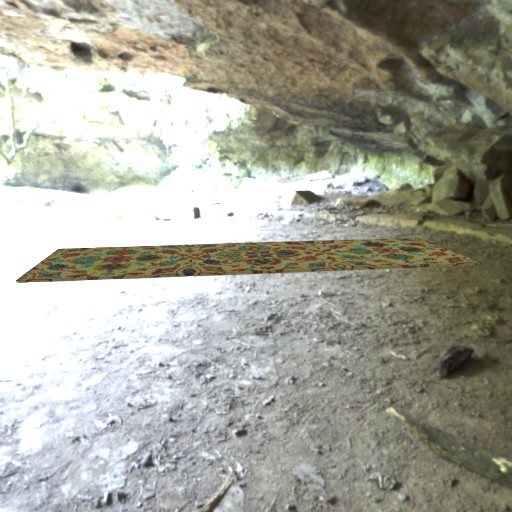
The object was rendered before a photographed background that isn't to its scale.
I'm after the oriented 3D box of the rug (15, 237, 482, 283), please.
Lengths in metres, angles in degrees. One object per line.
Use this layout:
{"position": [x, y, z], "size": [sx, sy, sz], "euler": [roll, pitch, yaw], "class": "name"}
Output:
{"position": [0.000, 0.000, 2.452], "size": [2.273, 0.016, 0.693], "euler": [-2, 14, -8], "class": "rug"}
